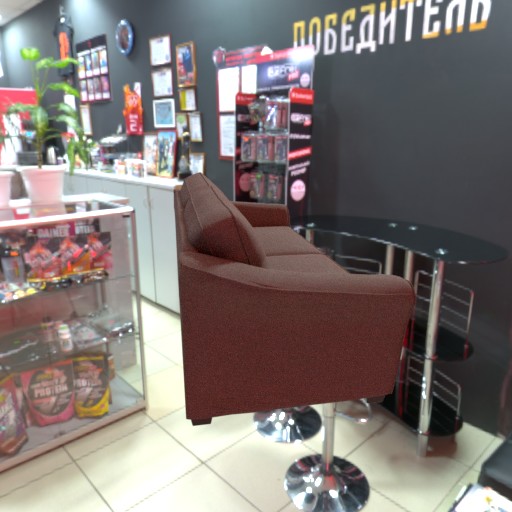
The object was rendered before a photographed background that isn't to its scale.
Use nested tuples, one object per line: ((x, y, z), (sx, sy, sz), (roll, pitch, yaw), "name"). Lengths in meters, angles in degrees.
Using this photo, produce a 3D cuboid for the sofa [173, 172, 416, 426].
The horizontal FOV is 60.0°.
((0.000, 0.000, 2.795), (0.986, 0.906, 2.270), (-3, 16, -10), "sofa")
